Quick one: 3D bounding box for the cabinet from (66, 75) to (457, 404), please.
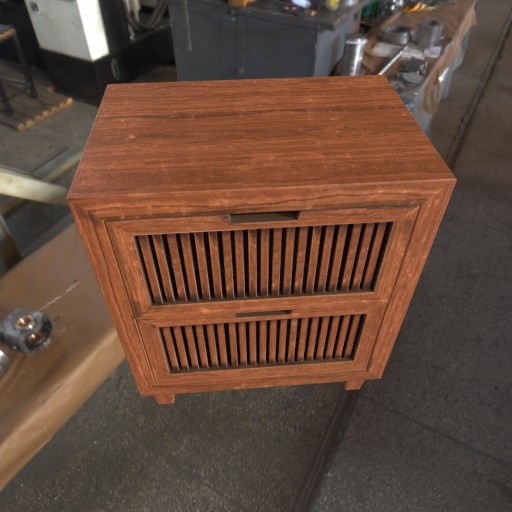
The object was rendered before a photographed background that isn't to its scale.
[{"bbox_3d":[0.000,0.000,1.072,0.607,0.695,0.410,-3,45,-3],"label":"cabinet"}]
